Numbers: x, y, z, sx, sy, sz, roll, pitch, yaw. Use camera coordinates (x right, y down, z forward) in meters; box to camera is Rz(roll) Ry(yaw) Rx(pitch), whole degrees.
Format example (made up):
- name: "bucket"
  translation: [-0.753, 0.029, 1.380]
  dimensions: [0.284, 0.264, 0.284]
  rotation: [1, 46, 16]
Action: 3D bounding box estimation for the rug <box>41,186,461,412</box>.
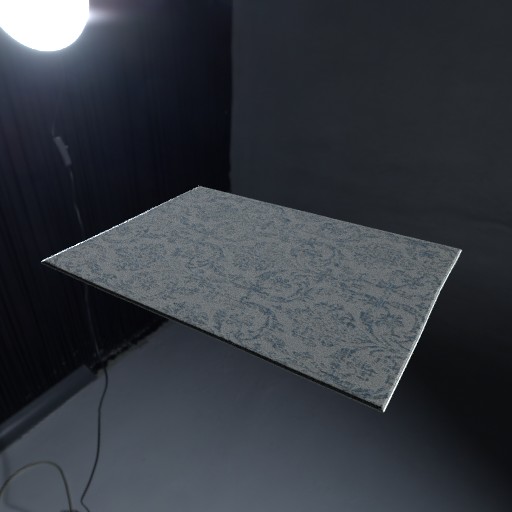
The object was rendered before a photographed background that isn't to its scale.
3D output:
- name: "rug"
  translation: [0.000, 0.000, 2.845]
  dimensions: [2.197, 0.014, 1.586]
  rotation: [17, 34, 28]
